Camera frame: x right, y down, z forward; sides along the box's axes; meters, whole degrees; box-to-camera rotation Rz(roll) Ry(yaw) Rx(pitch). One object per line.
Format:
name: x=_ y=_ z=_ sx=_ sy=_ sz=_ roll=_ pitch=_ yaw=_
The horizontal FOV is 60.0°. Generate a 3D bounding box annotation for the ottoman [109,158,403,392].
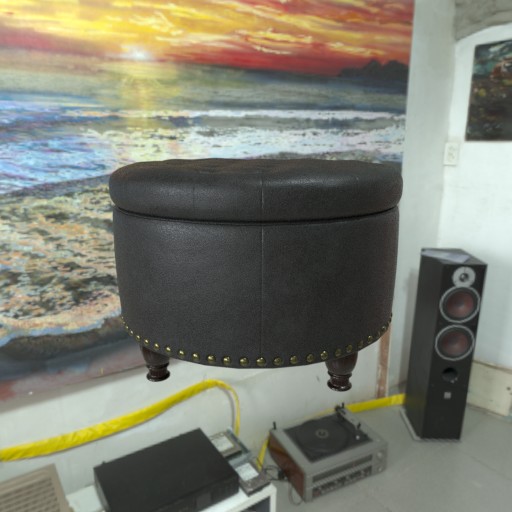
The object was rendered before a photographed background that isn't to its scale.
ottoman: x=0.000 y=0.000 z=1.050 sx=0.637 sy=0.442 sz=0.637 roll=0 pitch=14 yaw=0
